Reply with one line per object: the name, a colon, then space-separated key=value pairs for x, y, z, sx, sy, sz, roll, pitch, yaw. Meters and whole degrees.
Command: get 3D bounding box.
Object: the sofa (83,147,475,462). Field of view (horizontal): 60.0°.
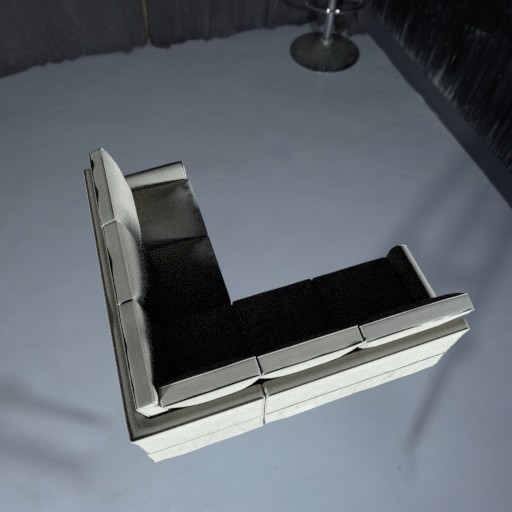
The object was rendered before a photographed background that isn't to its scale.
sofa: x=0.000 y=0.000 z=4.024 sx=2.618 sy=1.081 sz=2.623 roll=-16 pitch=58 yaw=-10
